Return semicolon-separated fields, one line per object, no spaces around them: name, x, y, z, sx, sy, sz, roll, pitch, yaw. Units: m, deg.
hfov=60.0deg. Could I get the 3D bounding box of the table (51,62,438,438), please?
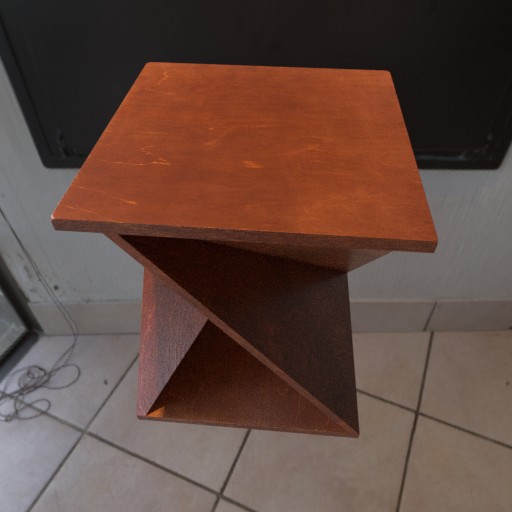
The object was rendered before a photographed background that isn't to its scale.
table;0.000;0.000;0.818;0.427;0.520;0.427;4;46;3
